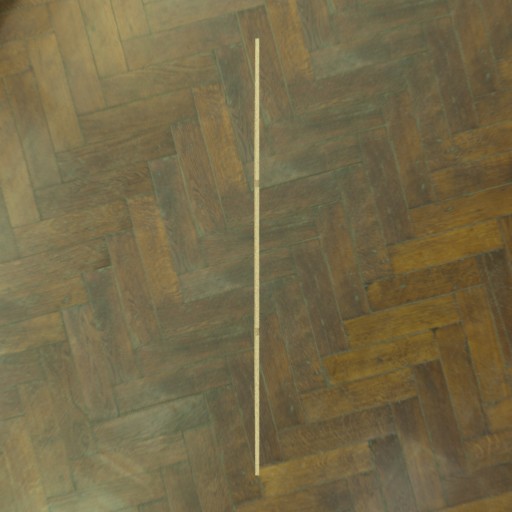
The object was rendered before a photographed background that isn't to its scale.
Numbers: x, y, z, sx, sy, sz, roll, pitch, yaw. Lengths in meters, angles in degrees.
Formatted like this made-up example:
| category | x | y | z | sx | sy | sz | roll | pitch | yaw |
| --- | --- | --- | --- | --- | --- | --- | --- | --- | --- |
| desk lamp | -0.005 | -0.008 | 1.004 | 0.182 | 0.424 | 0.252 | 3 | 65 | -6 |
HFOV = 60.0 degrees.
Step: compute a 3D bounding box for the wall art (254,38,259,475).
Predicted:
| category | x | y | z | sx | sy | sz | roll | pitch | yaw |
| --- | --- | --- | --- | --- | --- | --- | --- | --- | --- |
| wall art | 0.000 | 0.000 | 2.293 | 0.014 | 1.507 | 1.519 | 0 | 90 | 0 |
